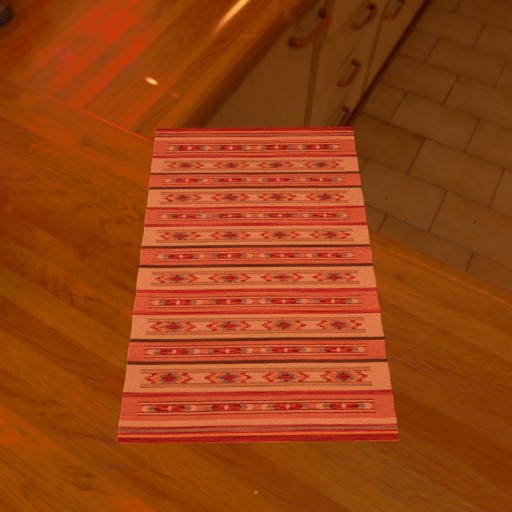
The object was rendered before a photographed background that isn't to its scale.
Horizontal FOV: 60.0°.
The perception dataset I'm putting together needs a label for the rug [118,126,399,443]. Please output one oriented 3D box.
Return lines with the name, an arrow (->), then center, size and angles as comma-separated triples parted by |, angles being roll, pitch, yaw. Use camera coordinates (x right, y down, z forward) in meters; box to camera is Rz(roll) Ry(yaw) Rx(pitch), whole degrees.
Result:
rug -> 0.000, 0.000, 2.337 | 1.223, 0.008, 1.817 | 0, 62, 0
